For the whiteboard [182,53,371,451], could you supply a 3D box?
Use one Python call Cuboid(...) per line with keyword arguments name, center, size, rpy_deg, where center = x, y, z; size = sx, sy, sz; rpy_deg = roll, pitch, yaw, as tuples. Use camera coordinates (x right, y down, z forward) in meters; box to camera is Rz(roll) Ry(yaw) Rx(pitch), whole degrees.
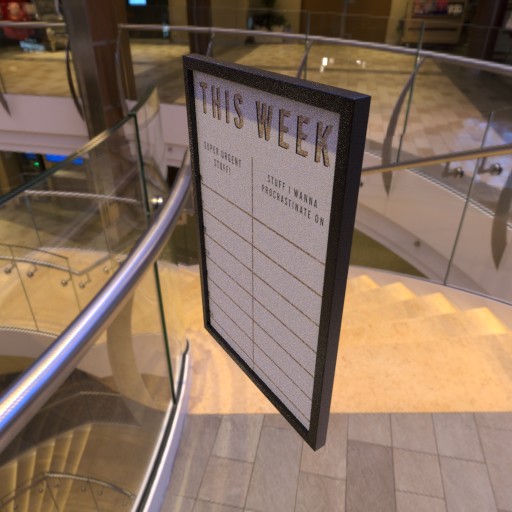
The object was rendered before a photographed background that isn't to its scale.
Cuboid(name="whiteboard", center=(0.000, 0.000, 0.780), size=(0.026, 0.611, 0.406), rpy_deg=(-20, 37, -29))
